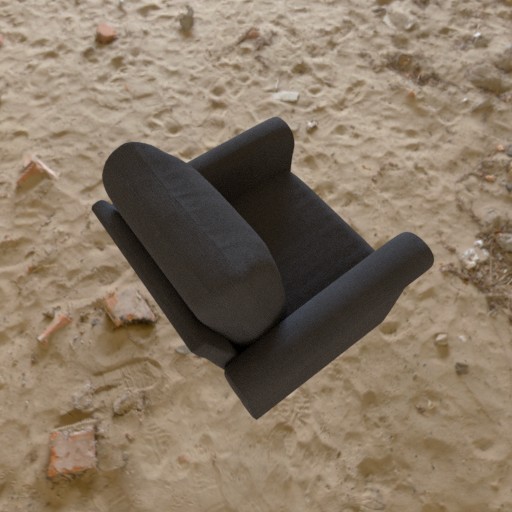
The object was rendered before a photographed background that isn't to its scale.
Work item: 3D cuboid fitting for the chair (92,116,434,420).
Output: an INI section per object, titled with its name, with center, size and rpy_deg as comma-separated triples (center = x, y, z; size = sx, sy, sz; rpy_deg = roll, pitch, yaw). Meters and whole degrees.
[chair]
center = 0.000, 0.000, 1.606
size = 0.828, 0.942, 0.867
rpy_deg = -32, 63, -19
